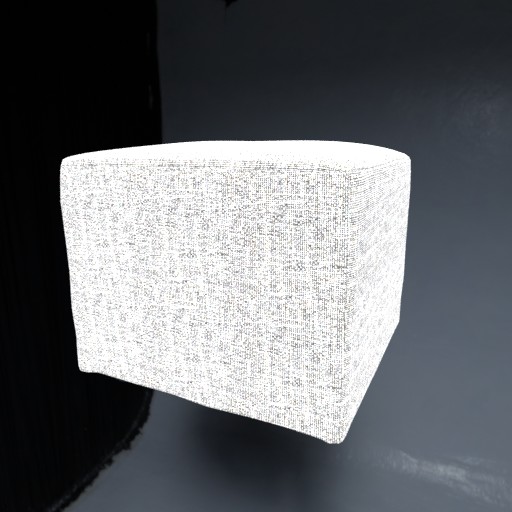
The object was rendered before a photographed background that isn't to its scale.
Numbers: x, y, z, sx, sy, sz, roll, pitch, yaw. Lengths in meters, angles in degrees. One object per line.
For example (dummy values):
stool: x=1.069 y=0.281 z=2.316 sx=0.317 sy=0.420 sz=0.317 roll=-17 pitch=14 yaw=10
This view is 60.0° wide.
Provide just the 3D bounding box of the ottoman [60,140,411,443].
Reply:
ottoman: x=0.000 y=0.000 z=0.900 sx=0.521 sy=0.453 sz=0.512 roll=7 pitch=16 yaw=25
